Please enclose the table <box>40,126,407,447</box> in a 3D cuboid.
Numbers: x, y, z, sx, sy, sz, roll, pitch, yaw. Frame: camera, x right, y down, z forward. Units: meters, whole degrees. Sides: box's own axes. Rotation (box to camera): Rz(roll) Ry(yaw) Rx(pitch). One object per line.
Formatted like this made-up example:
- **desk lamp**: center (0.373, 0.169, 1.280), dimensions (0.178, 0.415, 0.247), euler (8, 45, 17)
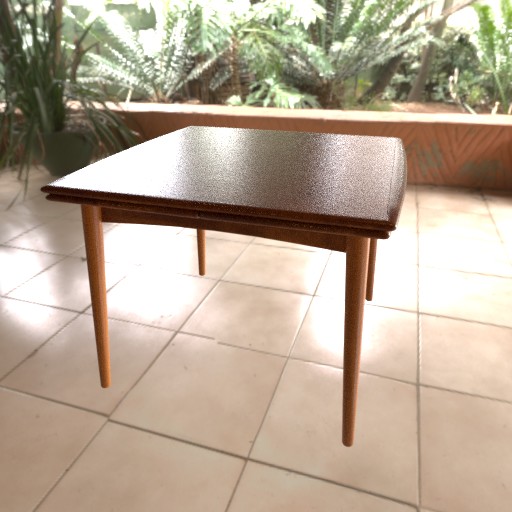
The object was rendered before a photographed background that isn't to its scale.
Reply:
- **table**: center (0.000, 0.000, 1.681), dimensions (0.991, 0.754, 0.991), euler (8, 27, 15)
